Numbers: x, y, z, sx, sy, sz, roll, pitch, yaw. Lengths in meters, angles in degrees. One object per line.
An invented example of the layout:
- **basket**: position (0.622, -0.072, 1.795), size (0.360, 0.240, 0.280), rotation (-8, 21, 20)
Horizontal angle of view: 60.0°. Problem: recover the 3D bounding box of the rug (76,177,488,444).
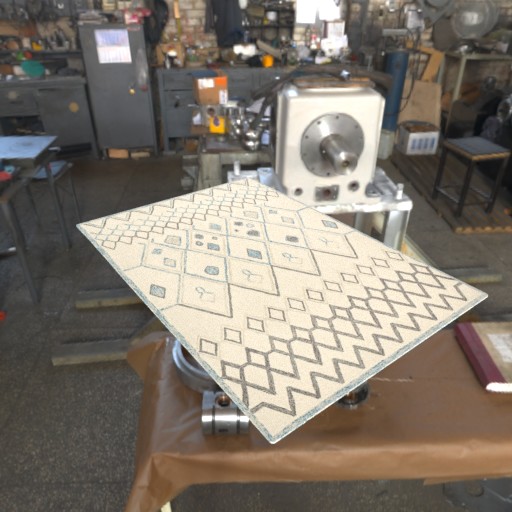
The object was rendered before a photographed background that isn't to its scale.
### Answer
- **rug**: position (0.000, 0.000, 2.294), size (1.260, 0.009, 1.820), rotation (-22, 37, -31)
